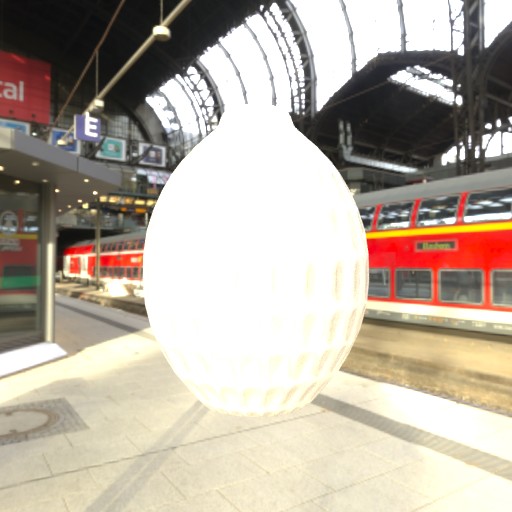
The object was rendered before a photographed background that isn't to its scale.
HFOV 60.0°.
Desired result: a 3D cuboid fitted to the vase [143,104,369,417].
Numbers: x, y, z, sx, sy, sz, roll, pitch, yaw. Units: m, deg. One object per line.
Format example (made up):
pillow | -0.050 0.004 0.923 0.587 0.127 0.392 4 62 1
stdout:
vase | 0.000 0.000 0.259 0.128 0.167 0.128 0 -1 0
